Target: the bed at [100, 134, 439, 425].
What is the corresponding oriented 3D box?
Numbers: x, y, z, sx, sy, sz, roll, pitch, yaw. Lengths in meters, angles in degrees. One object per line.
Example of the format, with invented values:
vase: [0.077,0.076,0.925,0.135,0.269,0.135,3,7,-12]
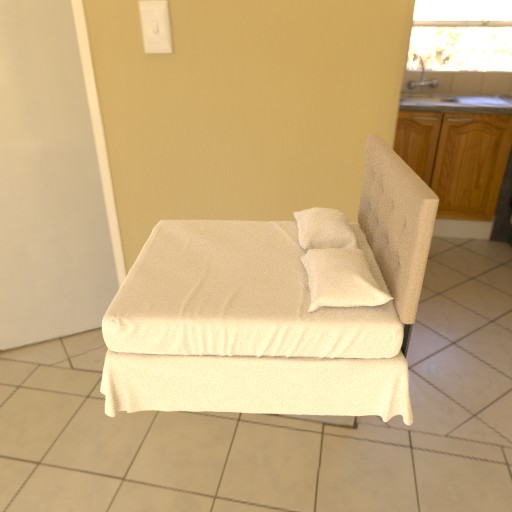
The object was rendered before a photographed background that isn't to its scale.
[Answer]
bed: [0.000,0.000,3.492,2.222,1.577,1.936,1,27,2]
